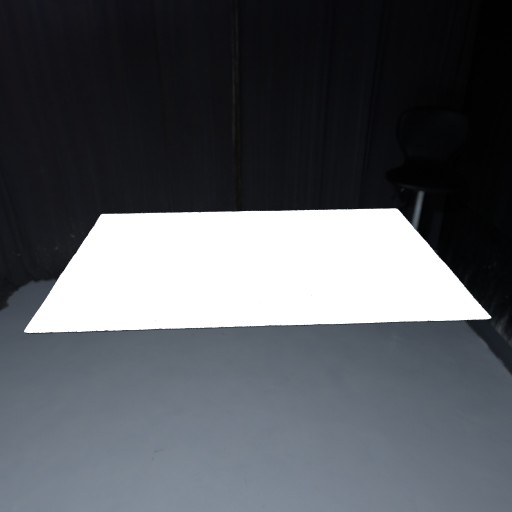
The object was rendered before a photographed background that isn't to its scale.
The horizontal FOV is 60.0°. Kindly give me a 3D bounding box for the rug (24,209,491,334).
[{"bbox_3d":[0.000,0.000,2.972,2.442,0.010,1.546,-1,28,-2],"label":"rug"}]
